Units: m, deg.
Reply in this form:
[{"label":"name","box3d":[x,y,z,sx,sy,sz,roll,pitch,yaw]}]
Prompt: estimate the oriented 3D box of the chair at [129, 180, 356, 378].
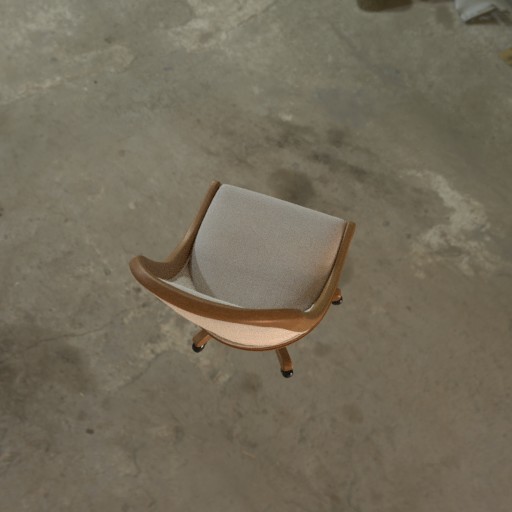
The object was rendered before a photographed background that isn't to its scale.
[{"label":"chair","box3d":[0.000,0.000,1.523,0.702,1.009,0.811,18,64,9]}]
